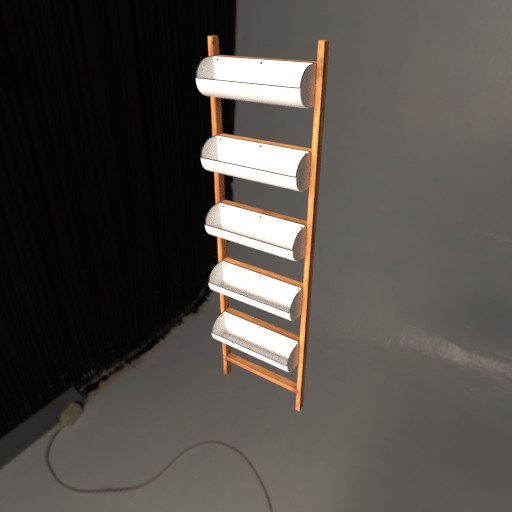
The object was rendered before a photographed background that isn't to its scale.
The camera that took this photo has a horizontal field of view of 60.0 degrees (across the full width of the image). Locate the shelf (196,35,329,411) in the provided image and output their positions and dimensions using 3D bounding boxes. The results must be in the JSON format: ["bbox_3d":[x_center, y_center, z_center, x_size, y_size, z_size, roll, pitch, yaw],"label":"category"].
[{"bbox_3d":[0.000,0.000,1.815,0.454,1.600,0.141,18,34,29],"label":"shelf"}]
